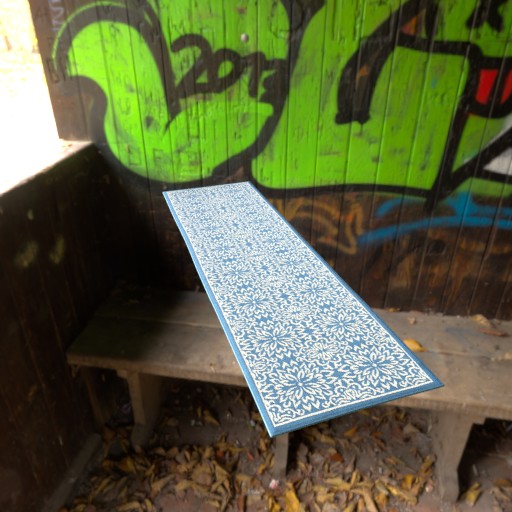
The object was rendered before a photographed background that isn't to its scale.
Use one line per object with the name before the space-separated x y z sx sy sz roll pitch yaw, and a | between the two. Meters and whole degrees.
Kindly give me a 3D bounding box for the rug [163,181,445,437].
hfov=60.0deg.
rug | 0.000 0.000 2.381 0.662 0.011 2.196 -10 31 -17
